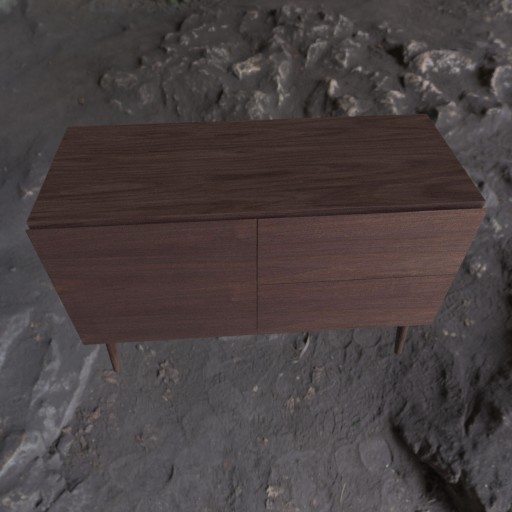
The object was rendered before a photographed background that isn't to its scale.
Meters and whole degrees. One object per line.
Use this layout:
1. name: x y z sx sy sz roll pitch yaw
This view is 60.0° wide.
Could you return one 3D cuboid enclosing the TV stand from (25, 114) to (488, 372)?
1. TV stand: 0.000 0.000 1.317 0.990 0.660 0.405 -3 46 -3
